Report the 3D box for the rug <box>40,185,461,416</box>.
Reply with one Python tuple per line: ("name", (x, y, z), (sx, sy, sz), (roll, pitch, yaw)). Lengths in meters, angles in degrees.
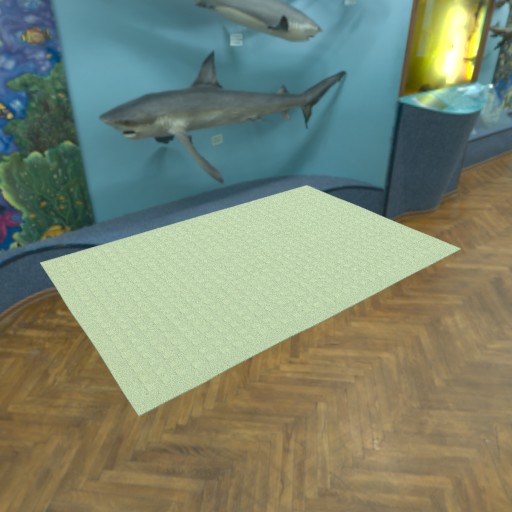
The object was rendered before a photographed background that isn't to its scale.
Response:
("rug", (0.000, 0.000, 2.191), (1.747, 0.006, 1.143), (-20, 35, -32))
